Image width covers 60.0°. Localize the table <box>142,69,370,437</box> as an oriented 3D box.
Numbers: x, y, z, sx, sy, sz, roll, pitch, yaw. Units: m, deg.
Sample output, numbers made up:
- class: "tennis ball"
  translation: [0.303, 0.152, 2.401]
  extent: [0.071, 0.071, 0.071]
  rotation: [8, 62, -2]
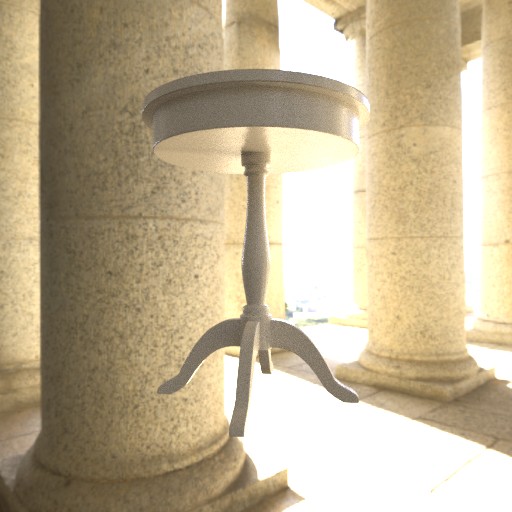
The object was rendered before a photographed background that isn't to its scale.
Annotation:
- class: "table"
  translation: [0.000, 0.000, 1.028]
  extent: [0.513, 0.653, 0.513]
  rotation: [0, 0, 0]
